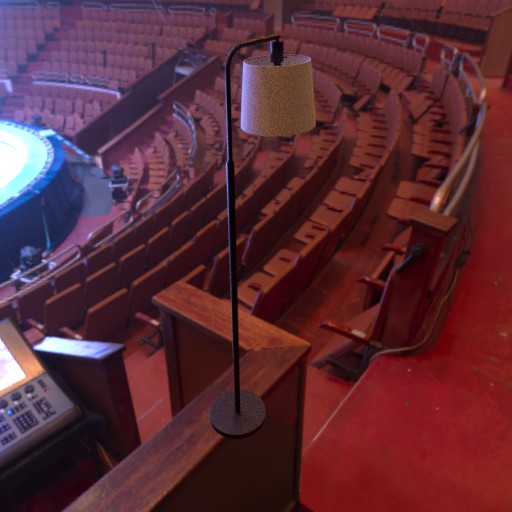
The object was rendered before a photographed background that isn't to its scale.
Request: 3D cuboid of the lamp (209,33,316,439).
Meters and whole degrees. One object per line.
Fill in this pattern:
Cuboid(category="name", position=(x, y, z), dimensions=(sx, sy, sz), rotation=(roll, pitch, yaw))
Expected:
Cuboid(category="lamp", position=(0.000, 0.000, 1.656), dimensions=(0.254, 1.478, 0.508), rotation=(21, 36, 32))
